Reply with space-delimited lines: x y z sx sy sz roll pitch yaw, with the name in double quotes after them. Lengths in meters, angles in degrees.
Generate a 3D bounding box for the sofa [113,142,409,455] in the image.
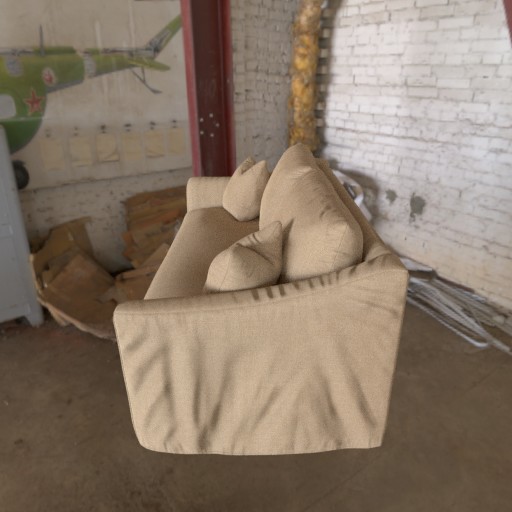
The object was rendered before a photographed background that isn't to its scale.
0.000 0.000 2.543 1.072 1.018 2.010 0 23 0 "sofa"
